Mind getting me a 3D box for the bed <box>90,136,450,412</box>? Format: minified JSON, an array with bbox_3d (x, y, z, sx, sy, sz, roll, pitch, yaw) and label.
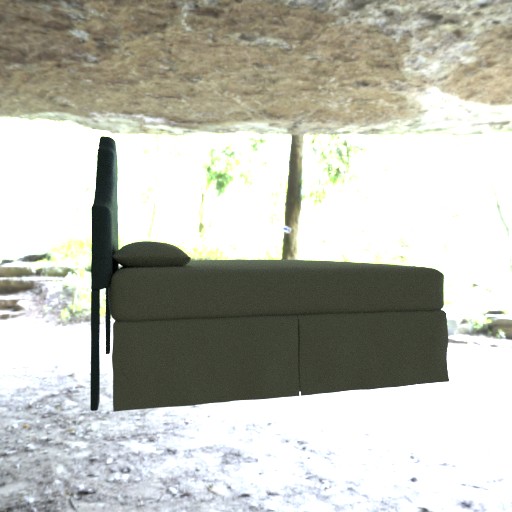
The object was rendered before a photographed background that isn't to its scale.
[{"bbox_3d":[0.000,0.000,3.251,2.155,1.575,1.636,0,-1,-16],"label":"bed"}]
